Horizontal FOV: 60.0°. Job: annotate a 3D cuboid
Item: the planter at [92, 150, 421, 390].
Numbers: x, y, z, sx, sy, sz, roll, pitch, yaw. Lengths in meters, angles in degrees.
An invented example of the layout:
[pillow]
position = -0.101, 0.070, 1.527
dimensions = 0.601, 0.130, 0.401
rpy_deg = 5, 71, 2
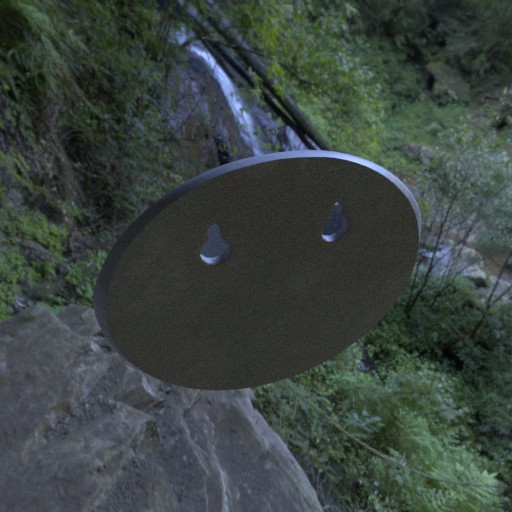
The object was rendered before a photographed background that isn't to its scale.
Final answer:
[planter]
position = 0.000, 0.000, 0.271
dimensions = 0.190, 0.164, 0.073
rpy_deg = -11, 40, -13
